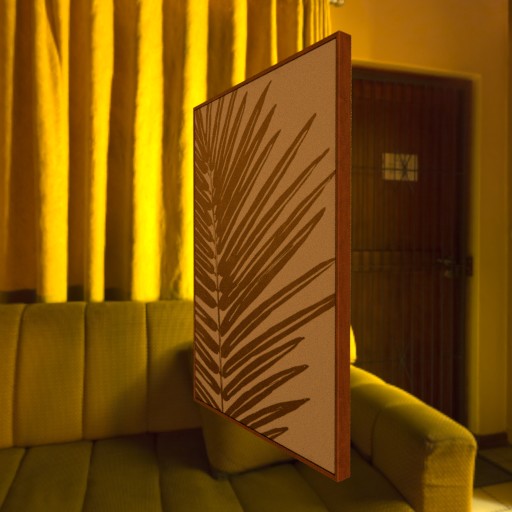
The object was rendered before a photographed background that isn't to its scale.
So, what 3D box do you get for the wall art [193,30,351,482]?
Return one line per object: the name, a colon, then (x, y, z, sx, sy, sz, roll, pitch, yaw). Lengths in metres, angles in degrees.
wall art: (0.000, 0.000, 1.151, 0.037, 0.914, 0.610, -1, 1, -37)
